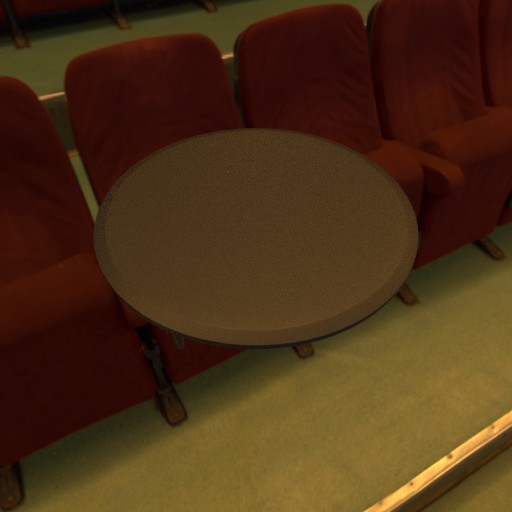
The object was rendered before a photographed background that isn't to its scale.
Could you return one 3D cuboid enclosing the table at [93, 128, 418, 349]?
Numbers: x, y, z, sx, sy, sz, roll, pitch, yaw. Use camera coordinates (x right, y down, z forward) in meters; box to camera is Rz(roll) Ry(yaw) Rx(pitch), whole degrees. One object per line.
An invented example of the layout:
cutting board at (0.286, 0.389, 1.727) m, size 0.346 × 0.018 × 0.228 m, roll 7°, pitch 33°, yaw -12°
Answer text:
table at (0.000, 0.000, 1.402) m, size 0.900 × 0.400 × 0.900 m, roll 0°, pitch 46°, yaw 0°
